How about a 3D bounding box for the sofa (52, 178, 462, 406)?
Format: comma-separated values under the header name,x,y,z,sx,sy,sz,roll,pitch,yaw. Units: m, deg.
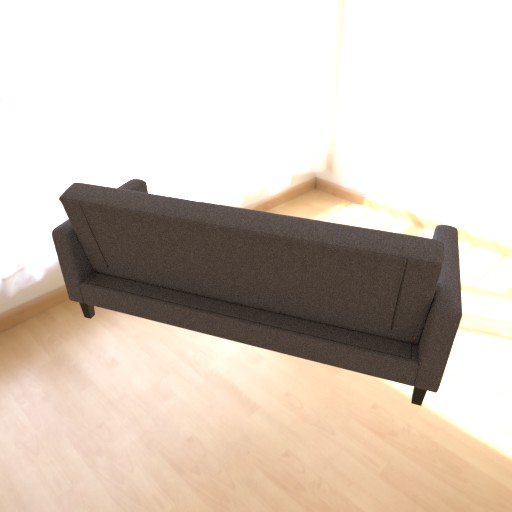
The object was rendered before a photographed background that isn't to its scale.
name,x,y,z,sx,sy,sz,roll,pitch,yaw
sofa,0.000,0.000,2.441,2.040,0.850,0.810,11,34,17
